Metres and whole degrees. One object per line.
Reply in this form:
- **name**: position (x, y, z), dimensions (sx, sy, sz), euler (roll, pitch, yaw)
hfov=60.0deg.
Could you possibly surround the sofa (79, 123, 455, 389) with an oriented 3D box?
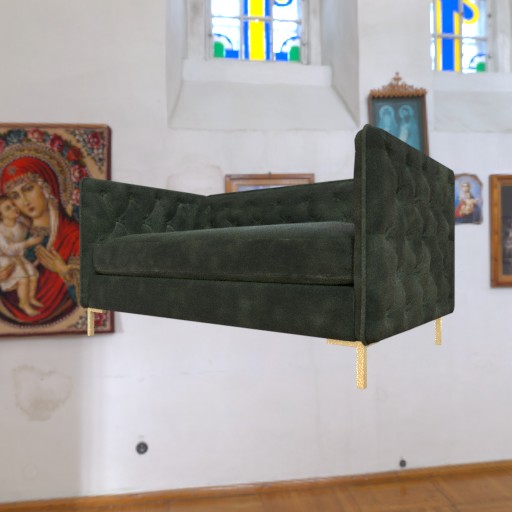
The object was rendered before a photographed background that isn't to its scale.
- **sofa**: position (0.000, 0.000, 2.033), dimensions (1.537, 0.768, 0.895), euler (0, 0, 37)
